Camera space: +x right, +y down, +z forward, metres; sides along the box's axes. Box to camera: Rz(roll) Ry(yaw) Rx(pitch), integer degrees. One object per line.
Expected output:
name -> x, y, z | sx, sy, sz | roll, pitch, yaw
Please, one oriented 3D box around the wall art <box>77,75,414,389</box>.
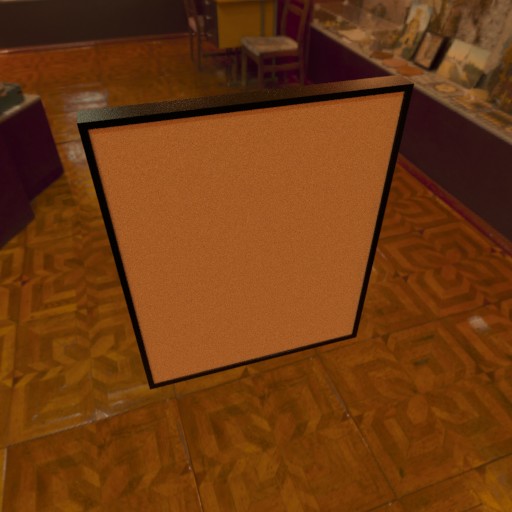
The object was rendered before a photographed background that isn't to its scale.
wall art -> 0.000, 0.000, 0.763 | 0.451, 0.553, 0.039 | -11, 42, -13
